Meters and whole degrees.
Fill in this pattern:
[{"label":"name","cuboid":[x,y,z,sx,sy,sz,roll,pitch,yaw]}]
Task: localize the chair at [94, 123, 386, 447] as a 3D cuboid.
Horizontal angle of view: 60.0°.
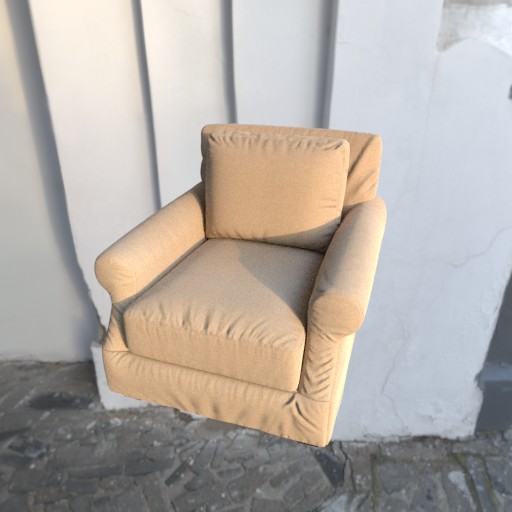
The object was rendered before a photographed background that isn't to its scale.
[{"label":"chair","cuboid":[0.000,0.000,1.772,0.940,0.866,1.066,8,28,16]}]
